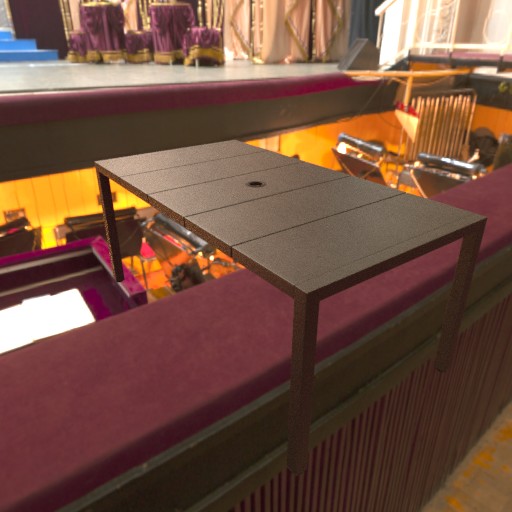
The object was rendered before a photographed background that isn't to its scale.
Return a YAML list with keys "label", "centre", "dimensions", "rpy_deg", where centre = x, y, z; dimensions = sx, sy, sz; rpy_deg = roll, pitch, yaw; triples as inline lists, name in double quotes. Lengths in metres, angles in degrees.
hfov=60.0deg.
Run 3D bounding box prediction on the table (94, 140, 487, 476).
- label: "table"
  centre: [0.000, 0.000, 2.179]
  dimensions: [0.914, 0.735, 1.680]
  rpy_deg: [-18, 32, -32]
